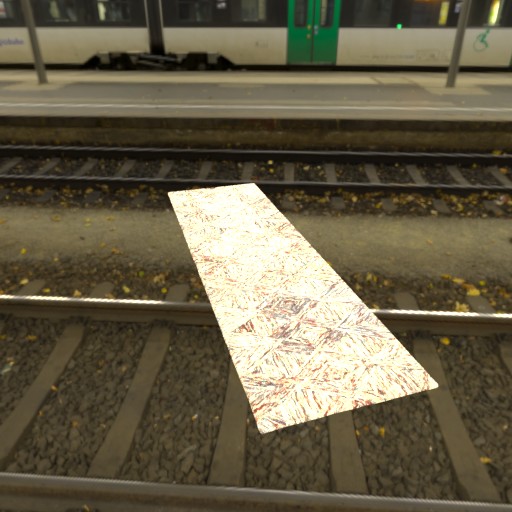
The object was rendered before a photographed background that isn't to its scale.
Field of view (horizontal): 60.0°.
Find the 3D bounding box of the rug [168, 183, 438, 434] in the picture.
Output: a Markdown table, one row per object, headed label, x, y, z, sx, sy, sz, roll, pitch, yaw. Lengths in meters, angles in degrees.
| label | x | y | z | sx | sy | sz | roll | pitch | yaw |
| --- | --- | --- | --- | --- | --- | --- | --- | --- | --- |
| rug | 0.000 | 0.000 | 2.489 | 0.688 | 0.015 | 2.292 | -9 | 30 | -15 |
